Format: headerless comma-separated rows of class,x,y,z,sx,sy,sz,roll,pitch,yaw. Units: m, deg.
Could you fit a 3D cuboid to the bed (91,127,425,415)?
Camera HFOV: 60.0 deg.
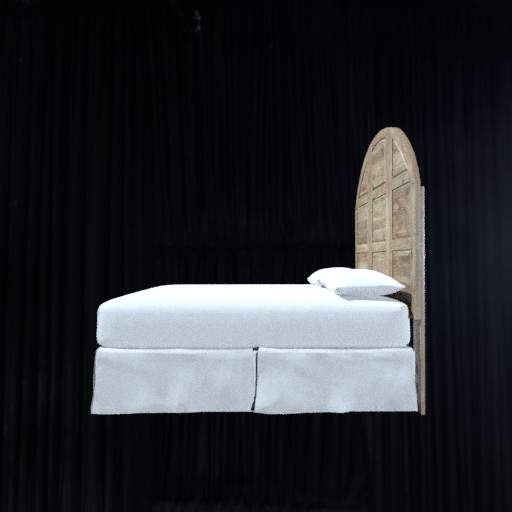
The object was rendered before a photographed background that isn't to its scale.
bed,0.000,0.000,3.571,2.112,2.002,1.713,0,-1,0
